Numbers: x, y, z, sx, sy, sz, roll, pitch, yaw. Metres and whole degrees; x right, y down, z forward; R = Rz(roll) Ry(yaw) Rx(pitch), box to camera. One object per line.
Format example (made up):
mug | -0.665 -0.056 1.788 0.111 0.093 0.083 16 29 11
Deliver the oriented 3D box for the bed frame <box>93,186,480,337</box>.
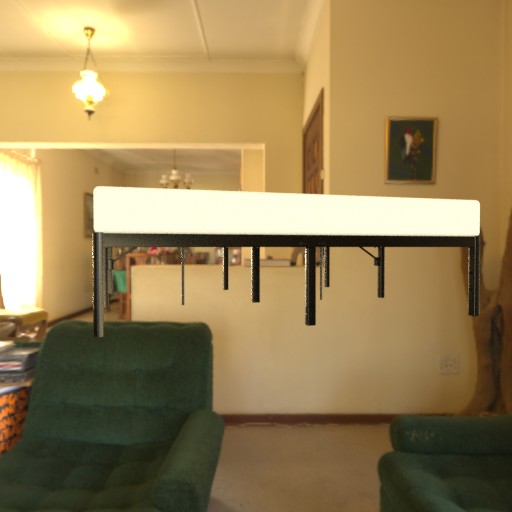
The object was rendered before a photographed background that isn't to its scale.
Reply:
bed frame | 0.000 0.000 3.143 2.079 0.659 1.963 0 1 -17
